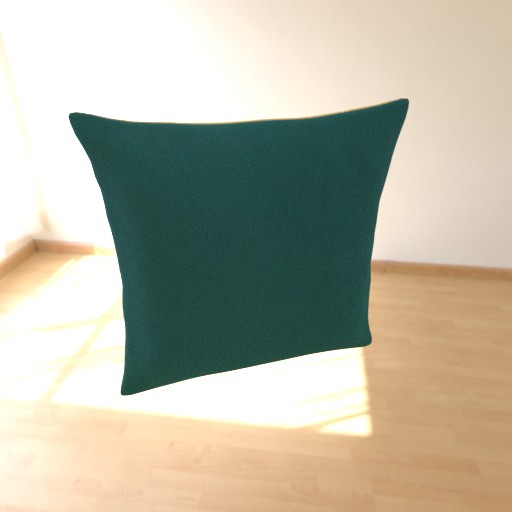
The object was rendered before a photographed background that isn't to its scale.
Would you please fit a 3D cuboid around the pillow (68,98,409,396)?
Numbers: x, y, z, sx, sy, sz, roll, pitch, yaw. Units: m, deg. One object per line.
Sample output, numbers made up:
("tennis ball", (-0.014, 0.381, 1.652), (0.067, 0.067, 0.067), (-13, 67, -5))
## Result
("pillow", (0.000, 0.000, 0.774), (0.525, 0.508, 0.166), (-8, 28, -15))
